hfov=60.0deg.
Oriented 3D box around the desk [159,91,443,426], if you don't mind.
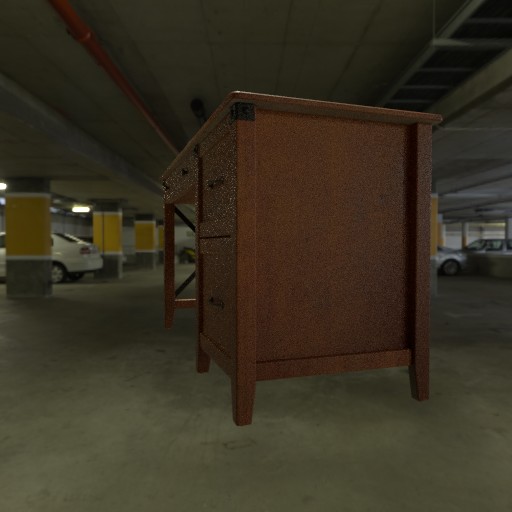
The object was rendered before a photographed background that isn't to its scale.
[{"bbox_3d":[0.000,0.000,1.703,0.574,0.756,1.353,0,1,-19],"label":"desk"}]
